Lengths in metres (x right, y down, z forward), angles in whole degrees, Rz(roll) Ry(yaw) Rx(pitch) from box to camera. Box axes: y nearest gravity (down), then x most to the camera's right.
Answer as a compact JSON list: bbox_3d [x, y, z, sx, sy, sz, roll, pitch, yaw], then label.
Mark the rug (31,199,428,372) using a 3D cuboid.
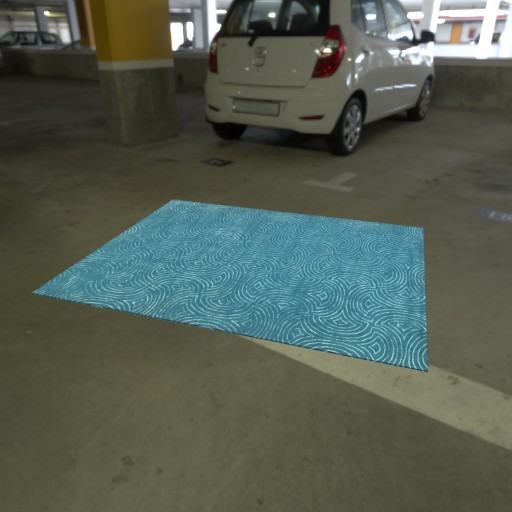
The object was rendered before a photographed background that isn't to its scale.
[{"bbox_3d":[0.000,0.000,4.200,3.033,0.012,2.432,8,27,16],"label":"rug"}]
